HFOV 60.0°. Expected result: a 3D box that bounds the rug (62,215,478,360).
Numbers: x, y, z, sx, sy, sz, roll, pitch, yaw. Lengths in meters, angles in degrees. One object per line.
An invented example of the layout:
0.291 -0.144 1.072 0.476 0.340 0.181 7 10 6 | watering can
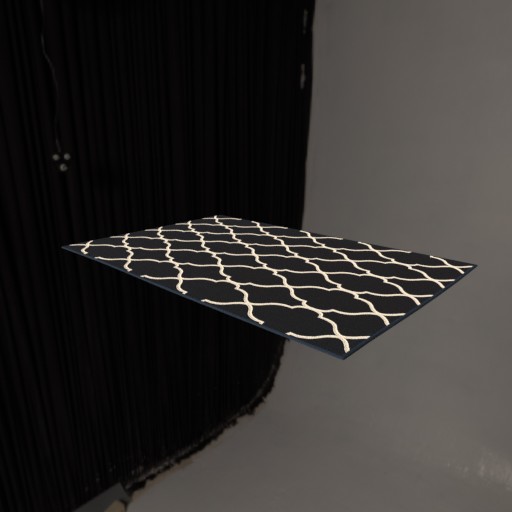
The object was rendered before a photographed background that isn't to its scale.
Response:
0.000 0.000 2.893 2.294 0.014 1.528 15 22 40 | rug
